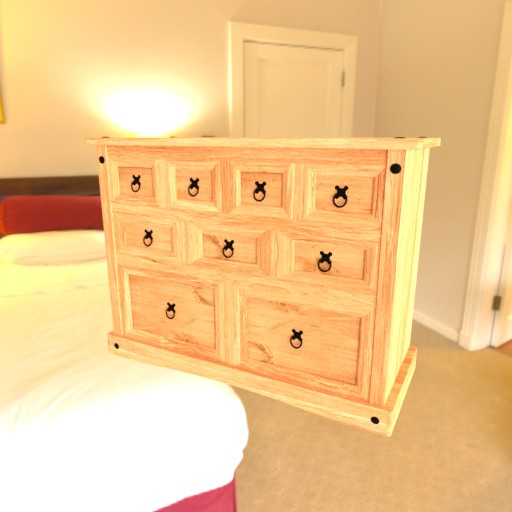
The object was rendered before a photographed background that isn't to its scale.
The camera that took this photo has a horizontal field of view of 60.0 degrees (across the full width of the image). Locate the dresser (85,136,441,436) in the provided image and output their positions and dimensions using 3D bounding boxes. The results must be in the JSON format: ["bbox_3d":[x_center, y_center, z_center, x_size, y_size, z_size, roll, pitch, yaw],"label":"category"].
[{"bbox_3d":[0.000,0.000,1.424,0.990,0.740,0.410,8,17,27],"label":"dresser"}]
